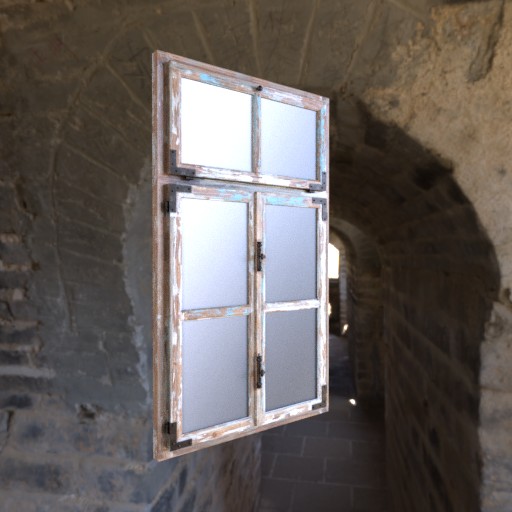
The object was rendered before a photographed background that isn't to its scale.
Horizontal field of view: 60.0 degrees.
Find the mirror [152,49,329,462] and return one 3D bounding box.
[{"bbox_3d":[0.000,0.000,1.506,0.707,1.213,0.083,0,1,-36],"label":"mirror"}]
